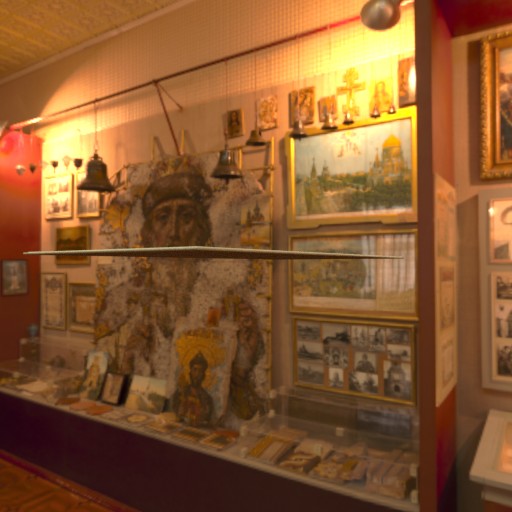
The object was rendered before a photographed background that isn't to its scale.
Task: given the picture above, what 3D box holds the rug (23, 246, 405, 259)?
[{"bbox_3d":[0.000,0.000,1.454,0.604,0.007,1.219,-1,-1,35],"label":"rug"}]
